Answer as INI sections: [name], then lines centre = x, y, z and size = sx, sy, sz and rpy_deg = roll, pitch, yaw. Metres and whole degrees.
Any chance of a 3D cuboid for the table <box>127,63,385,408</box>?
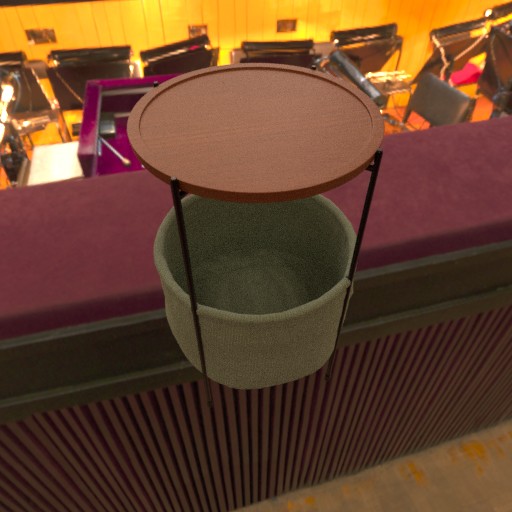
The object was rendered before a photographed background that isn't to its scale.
[table]
centre = 0.000, 0.000, 0.896
size = 0.400, 0.623, 0.400
rpy_deg = -10, 47, -9
